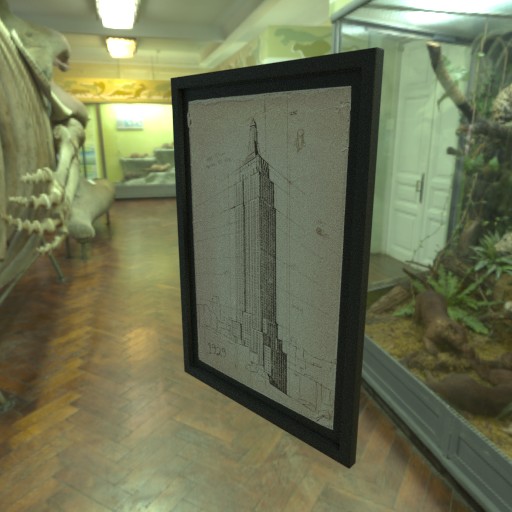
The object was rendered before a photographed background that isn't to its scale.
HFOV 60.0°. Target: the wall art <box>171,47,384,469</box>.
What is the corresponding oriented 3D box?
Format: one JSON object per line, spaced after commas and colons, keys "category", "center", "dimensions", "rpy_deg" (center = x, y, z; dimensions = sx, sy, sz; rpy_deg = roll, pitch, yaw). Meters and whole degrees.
{"category": "wall art", "center": [0.000, 0.000, 0.544], "dimensions": [0.303, 0.431, 0.013], "rpy_deg": [14, 21, 42]}
